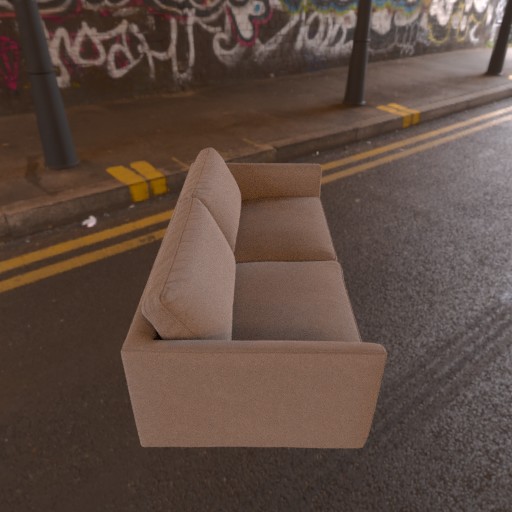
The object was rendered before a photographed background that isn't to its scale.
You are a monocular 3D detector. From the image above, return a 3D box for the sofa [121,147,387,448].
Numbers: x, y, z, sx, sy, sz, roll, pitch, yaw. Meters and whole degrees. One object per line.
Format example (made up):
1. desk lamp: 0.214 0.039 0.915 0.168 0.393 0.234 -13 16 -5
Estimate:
1. sofa: 0.000 0.000 2.842 1.090 0.838 2.588 0 31 0
